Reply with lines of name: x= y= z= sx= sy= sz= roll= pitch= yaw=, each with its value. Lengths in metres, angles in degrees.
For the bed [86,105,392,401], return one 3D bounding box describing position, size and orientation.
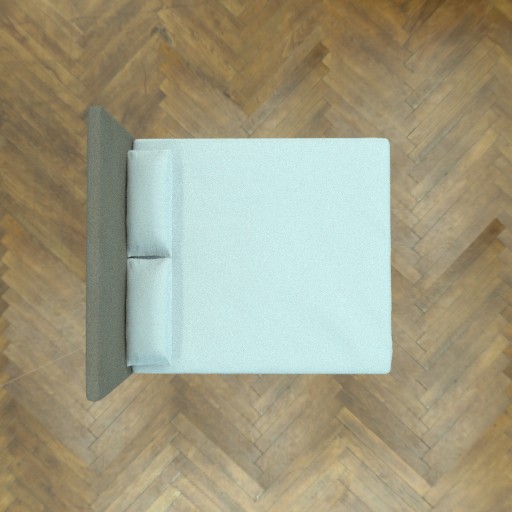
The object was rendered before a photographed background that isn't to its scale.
bed: x=0.000 y=0.000 z=3.653 sx=2.341 sy=1.317 sz=2.119 roll=0 pitch=89 yaw=1
